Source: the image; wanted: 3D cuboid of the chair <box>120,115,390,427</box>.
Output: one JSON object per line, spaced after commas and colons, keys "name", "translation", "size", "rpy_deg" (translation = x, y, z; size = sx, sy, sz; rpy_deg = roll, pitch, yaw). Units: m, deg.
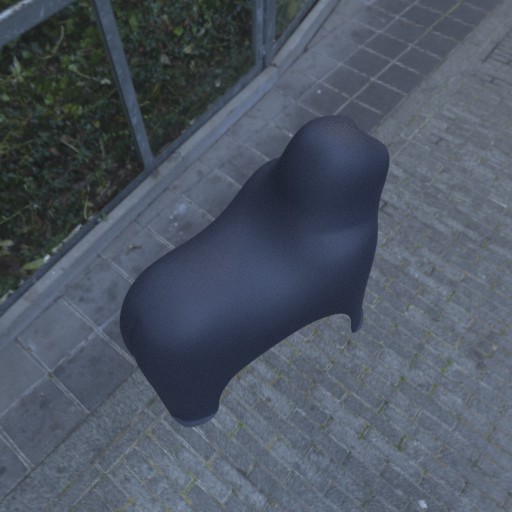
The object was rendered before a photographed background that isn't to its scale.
{"name": "chair", "translation": [0.000, 0.000, 1.123], "size": [0.758, 0.600, 0.490], "rpy_deg": [-32, 63, -19]}
